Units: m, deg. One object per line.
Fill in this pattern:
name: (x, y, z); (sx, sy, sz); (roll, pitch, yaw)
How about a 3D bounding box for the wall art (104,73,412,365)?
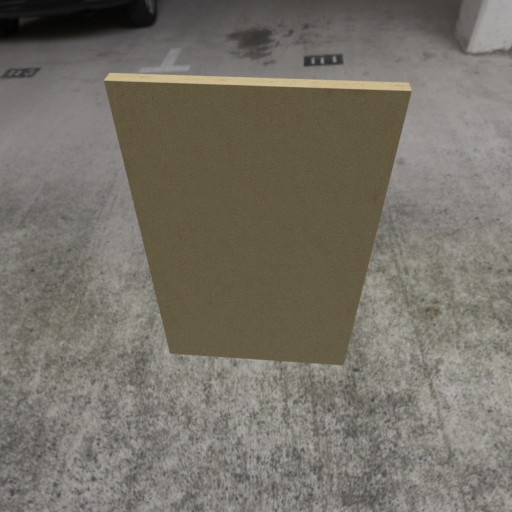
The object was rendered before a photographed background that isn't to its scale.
wall art: (0.000, 0.000, 1.020); (0.510, 0.810, 0.039); (3, 45, 3)
